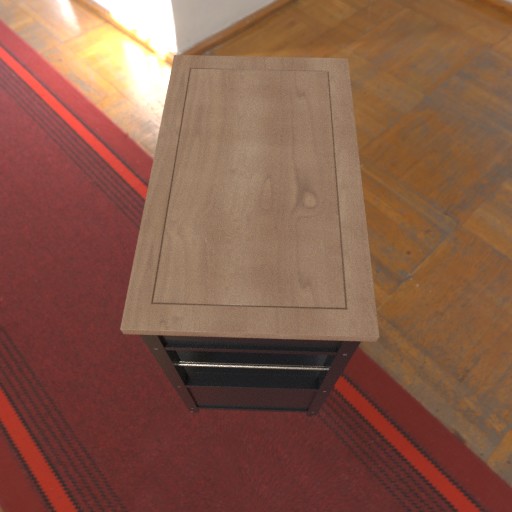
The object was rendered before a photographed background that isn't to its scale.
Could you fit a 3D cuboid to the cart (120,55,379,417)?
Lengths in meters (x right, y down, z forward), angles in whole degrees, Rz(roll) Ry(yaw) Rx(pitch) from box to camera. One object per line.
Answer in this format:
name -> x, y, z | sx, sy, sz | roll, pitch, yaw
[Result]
cart -> 0.000, 0.000, 1.379 | 0.459, 0.901, 0.840 | 2, 60, 1
